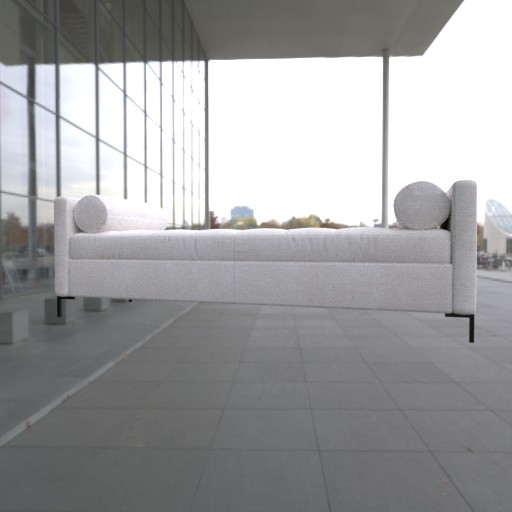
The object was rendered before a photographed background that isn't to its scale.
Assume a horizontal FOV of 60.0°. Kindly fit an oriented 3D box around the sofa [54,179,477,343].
[{"bbox_3d":[0.000,0.000,2.302,1.981,0.635,0.686,0,1,18],"label":"sofa"}]
